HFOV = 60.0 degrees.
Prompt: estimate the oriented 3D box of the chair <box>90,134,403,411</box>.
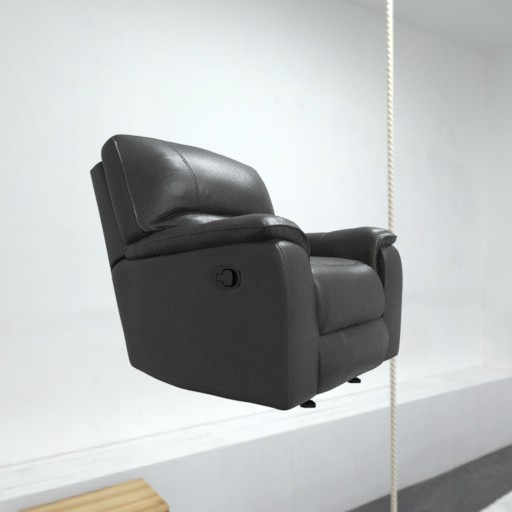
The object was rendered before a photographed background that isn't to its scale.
[{"bbox_3d":[0.000,0.000,2.029,1.087,1.109,1.096,0,0,38],"label":"chair"}]
